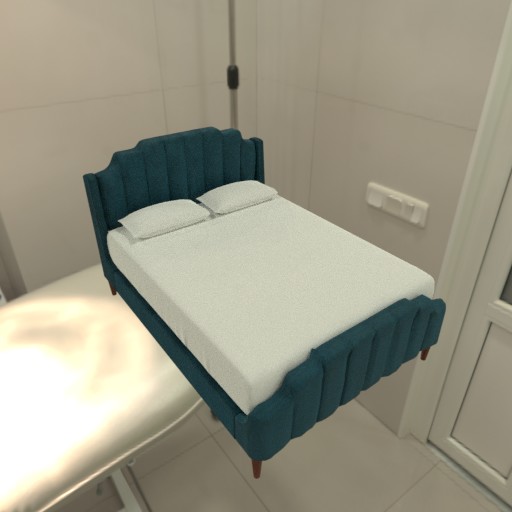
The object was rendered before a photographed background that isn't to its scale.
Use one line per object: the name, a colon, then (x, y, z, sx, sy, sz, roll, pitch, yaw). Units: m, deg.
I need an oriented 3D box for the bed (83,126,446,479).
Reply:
bed: (0.000, 0.000, 3.345, 1.676, 1.351, 2.322, -21, 38, -30)
